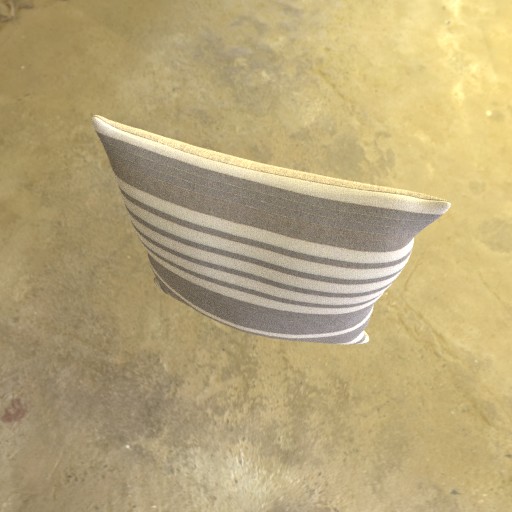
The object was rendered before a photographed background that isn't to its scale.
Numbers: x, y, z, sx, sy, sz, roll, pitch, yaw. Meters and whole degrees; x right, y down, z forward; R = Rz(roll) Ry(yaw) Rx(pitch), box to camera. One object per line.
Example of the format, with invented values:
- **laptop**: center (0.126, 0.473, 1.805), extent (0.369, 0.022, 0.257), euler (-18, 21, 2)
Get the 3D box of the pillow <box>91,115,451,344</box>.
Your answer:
- **pillow**: center (0.000, 0.000, 0.686), extent (0.439, 0.440, 0.182), euler (15, 60, 9)
